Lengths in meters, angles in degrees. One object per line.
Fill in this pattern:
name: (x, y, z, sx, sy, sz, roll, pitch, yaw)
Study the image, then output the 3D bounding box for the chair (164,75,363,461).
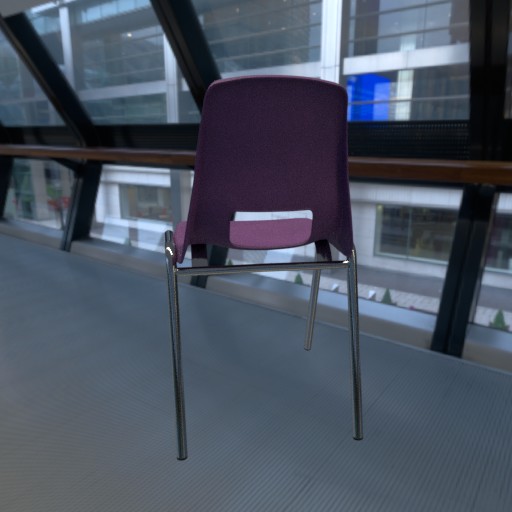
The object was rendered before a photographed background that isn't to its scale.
chair: (0.000, 0.000, 0.934, 0.381, 0.654, 0.432, -2, 14, -9)
